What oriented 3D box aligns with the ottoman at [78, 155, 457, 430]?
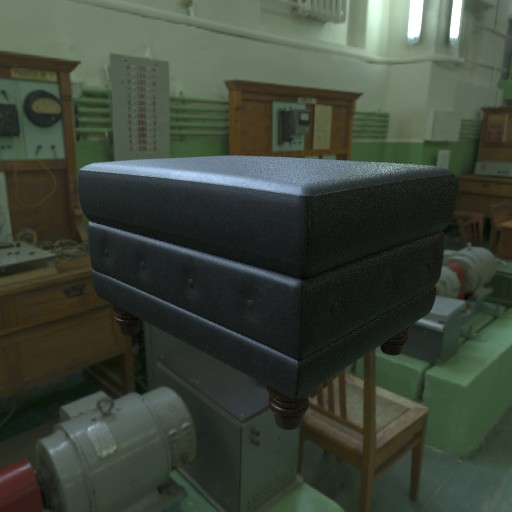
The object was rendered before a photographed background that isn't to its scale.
[{"bbox_3d":[0.000,0.000,1.171,0.795,0.498,0.590,14,21,42],"label":"ottoman"}]
